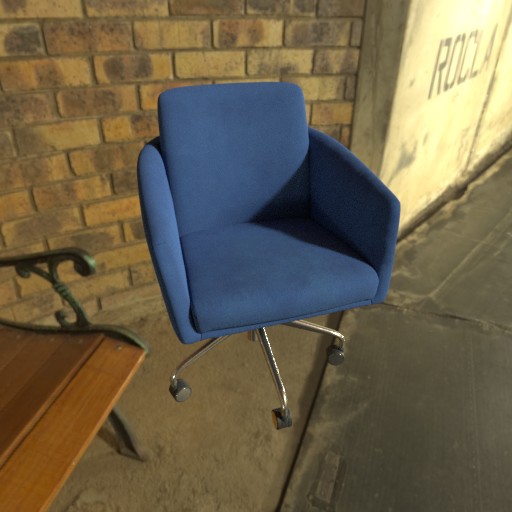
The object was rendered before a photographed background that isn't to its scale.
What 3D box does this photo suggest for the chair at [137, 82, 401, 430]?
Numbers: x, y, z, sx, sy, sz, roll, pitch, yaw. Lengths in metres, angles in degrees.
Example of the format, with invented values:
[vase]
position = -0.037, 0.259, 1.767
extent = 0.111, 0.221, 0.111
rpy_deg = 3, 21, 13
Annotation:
[chair]
position = 0.000, 0.000, 1.349
extent = 0.641, 0.908, 0.635
rpy_deg = -9, 32, -15
